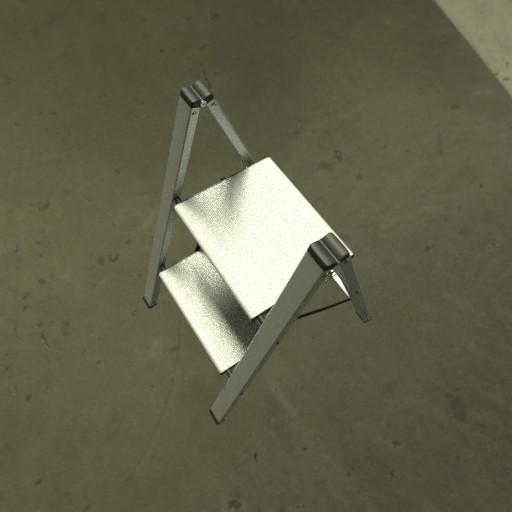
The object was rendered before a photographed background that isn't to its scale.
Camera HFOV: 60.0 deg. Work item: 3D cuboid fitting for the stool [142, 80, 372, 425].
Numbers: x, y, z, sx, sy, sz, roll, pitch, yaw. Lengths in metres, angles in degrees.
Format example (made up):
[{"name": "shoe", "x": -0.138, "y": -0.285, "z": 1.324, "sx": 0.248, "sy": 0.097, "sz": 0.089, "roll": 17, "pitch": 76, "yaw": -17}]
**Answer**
[{"name": "stool", "x": 0.000, "y": 0.000, "z": 1.022, "sx": 0.535, "sy": 0.670, "sz": 0.440, "roll": -31, "pitch": 67, "yaw": -15}]
